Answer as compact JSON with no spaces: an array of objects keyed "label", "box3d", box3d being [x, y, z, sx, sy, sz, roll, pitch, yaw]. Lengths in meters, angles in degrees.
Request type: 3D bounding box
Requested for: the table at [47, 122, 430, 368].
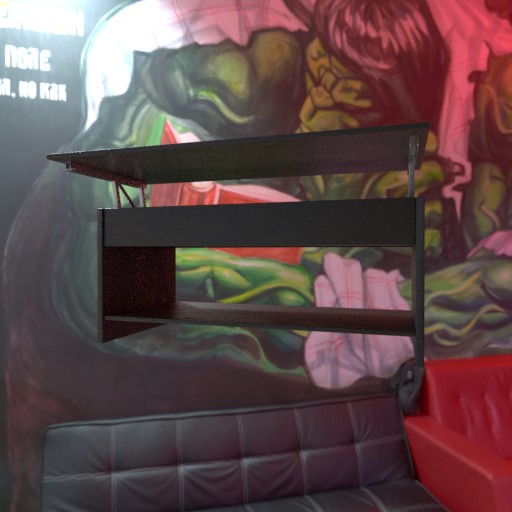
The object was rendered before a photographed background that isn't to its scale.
[{"label":"table","box3d":[0.000,0.000,1.423,1.000,0.570,0.712,0,0,18]}]
